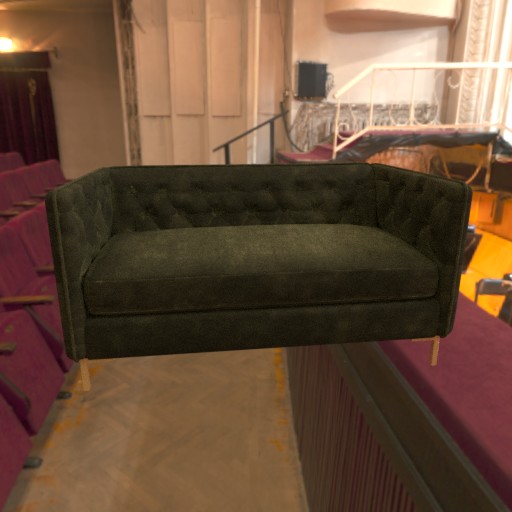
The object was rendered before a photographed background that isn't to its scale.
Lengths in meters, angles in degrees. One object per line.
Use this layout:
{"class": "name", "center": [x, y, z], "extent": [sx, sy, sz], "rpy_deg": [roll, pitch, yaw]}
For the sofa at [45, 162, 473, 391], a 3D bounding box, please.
{"class": "sofa", "center": [0.000, 0.000, 2.044], "extent": [1.537, 0.768, 0.895], "rpy_deg": [-2, 17, -7]}
